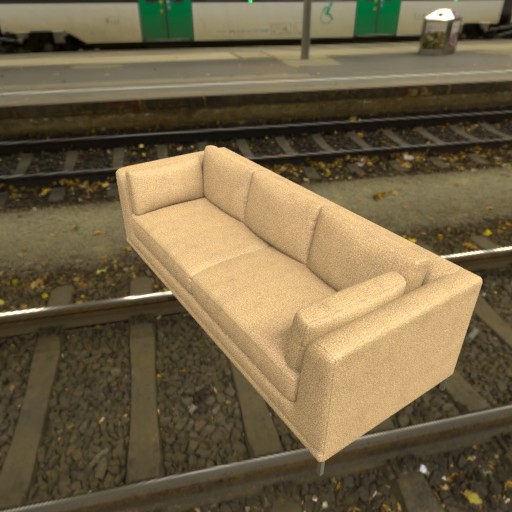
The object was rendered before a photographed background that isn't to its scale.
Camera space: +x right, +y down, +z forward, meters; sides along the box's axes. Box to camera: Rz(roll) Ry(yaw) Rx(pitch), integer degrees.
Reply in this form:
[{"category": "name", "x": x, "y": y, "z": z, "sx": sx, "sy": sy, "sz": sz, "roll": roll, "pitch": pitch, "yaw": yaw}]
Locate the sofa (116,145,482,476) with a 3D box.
[{"category": "sofa", "x": 0.000, "y": 0.000, "z": 2.874, "sx": 0.969, "sy": 0.867, "sz": 2.415, "roll": -19, "pitch": 36, "yaw": -29}]
